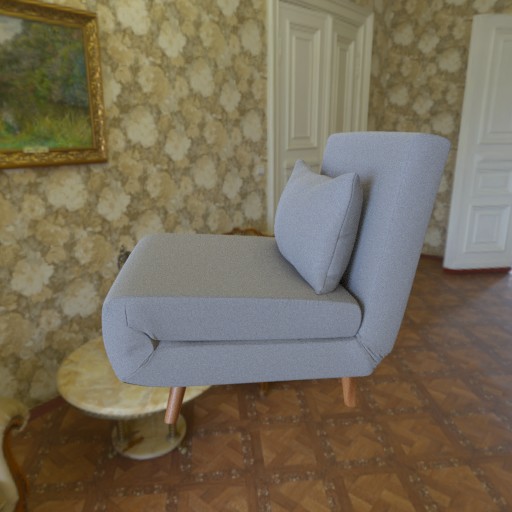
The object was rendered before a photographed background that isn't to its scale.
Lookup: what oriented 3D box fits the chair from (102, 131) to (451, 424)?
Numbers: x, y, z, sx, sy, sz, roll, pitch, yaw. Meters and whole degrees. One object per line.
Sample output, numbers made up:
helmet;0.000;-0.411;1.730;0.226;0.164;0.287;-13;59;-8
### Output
chair;0.000;0.000;1.493;0.902;0.808;0.770;-2;15;-7
